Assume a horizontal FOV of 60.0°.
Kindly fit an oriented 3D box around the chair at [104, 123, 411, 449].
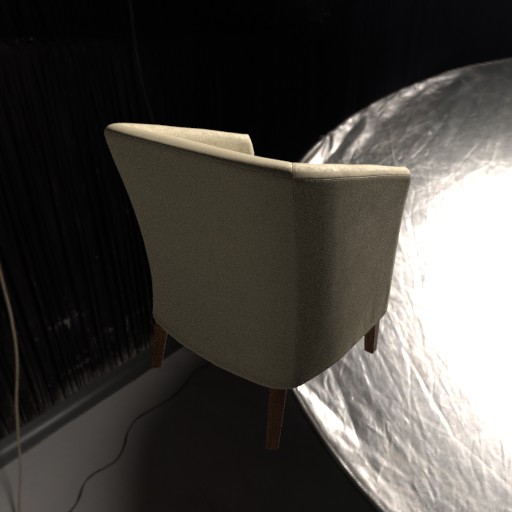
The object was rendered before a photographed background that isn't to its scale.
[{"bbox_3d":[0.000,0.000,1.323,0.643,0.822,0.657,22,36,34],"label":"chair"}]
